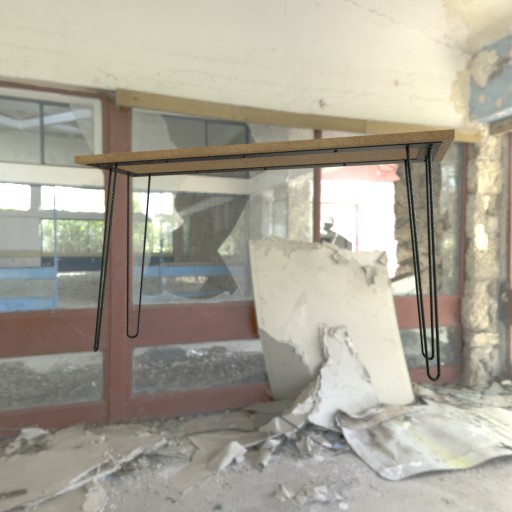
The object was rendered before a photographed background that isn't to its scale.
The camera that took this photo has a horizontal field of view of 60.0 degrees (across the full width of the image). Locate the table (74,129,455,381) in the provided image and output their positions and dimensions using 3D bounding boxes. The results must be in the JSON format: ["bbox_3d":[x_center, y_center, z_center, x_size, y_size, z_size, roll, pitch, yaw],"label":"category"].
[{"bbox_3d":[0.000,0.000,1.765,1.400,0.799,0.399,0,2,17],"label":"table"}]
